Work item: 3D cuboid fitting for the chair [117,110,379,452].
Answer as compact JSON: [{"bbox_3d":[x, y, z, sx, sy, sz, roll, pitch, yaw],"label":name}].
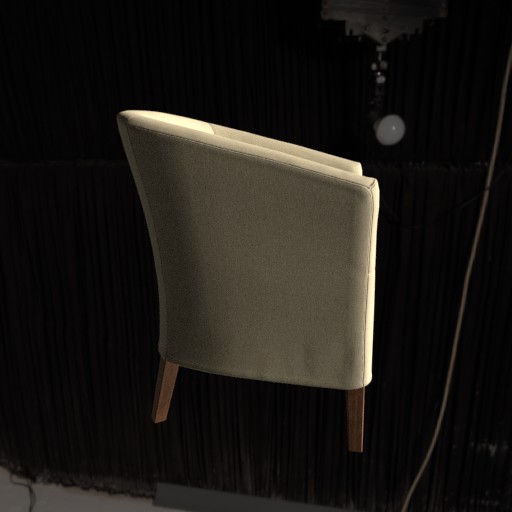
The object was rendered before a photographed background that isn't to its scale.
[{"bbox_3d":[0.000,0.000,1.319,0.657,0.822,0.643,3,15,9],"label":"chair"}]
